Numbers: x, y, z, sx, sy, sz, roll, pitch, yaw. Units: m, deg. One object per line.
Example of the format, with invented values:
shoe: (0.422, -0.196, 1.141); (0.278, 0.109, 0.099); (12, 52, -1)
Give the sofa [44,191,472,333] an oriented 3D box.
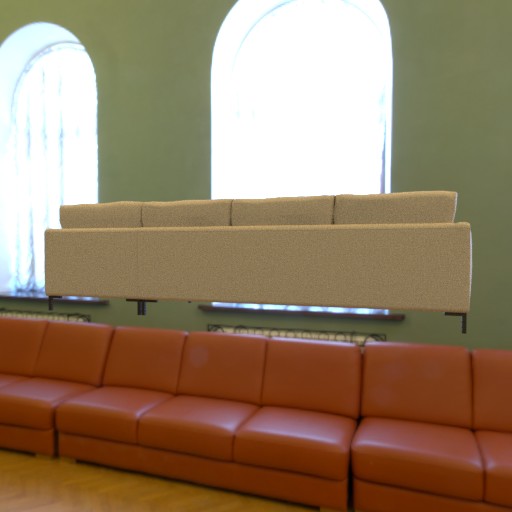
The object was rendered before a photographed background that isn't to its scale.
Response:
sofa: (0.000, 0.000, 3.237); (2.731, 0.755, 1.258); (0, 1, 18)
